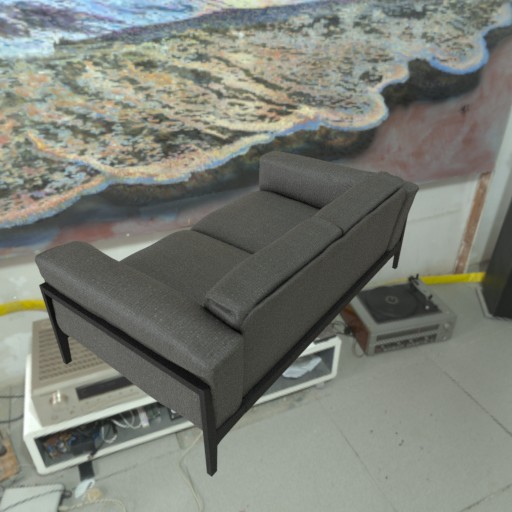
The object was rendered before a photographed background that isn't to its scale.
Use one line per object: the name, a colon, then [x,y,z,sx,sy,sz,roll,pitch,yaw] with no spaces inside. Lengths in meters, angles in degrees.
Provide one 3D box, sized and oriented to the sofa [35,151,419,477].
sofa: [0.000,0.000,2.170,0.960,0.656,1.690,22,38,31]
